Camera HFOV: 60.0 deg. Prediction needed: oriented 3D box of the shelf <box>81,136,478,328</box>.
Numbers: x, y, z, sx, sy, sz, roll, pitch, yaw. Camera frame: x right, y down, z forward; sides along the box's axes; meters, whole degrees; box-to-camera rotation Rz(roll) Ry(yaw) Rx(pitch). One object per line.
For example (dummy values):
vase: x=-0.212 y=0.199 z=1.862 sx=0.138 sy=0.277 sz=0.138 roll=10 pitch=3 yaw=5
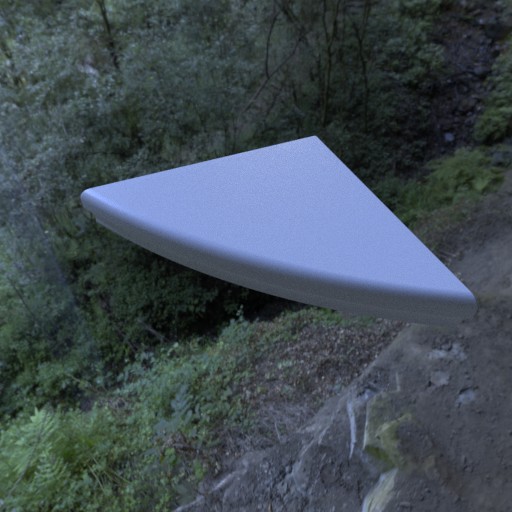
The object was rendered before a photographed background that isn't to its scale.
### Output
shelf: x=0.000 y=0.000 z=0.469 sx=0.310 sy=0.050 sz=0.310 roll=-17 pitch=48 yaw=-16
